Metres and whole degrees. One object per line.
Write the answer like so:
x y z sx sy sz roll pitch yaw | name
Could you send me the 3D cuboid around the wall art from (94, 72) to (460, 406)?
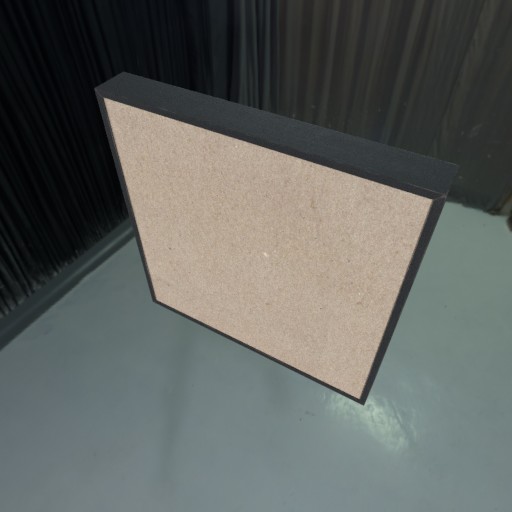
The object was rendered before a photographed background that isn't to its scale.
0.000 0.000 0.459 0.305 0.305 0.038 22 50 20 | wall art
